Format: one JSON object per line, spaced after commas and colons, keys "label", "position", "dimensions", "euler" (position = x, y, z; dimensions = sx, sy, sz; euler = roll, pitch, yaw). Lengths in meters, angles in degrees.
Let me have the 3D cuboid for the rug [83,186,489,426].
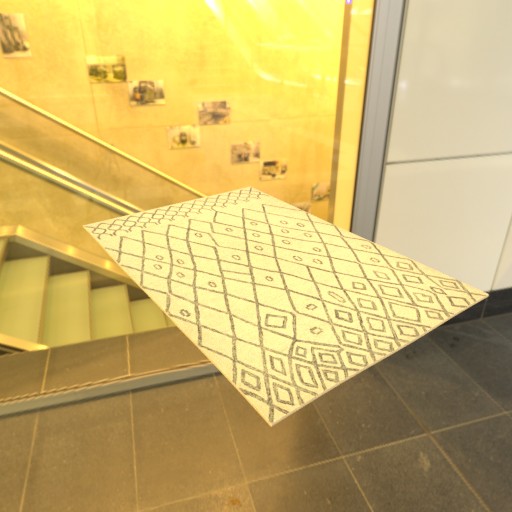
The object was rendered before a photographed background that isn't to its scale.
{"label": "rug", "position": [0.000, 0.000, 2.293], "dimensions": [1.222, 0.015, 1.828], "euler": [-19, 33, -31]}
